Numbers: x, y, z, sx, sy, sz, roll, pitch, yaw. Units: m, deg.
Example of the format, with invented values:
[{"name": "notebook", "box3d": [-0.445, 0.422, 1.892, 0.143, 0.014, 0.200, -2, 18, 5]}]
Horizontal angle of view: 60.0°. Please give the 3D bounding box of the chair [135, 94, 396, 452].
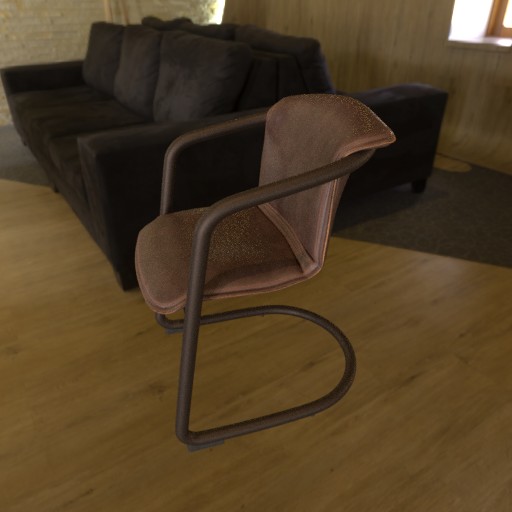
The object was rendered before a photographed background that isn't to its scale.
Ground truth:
[{"name": "chair", "box3d": [0.000, 0.000, 1.262, 0.664, 0.836, 0.536, -9, 31, -14]}]
